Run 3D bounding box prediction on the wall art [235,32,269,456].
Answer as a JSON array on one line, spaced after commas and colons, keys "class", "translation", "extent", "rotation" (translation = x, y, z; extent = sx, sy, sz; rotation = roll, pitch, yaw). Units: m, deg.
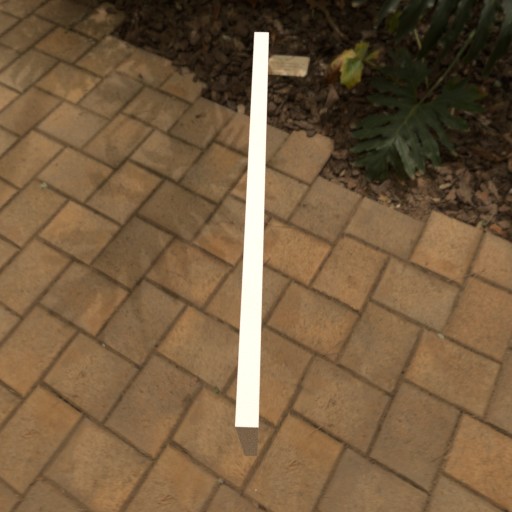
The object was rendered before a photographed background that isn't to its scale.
[{"class": "wall art", "translation": [0.000, 0.000, 1.656], "extent": [0.051, 0.902, 1.308], "rotation": [2, 62, 1]}]
